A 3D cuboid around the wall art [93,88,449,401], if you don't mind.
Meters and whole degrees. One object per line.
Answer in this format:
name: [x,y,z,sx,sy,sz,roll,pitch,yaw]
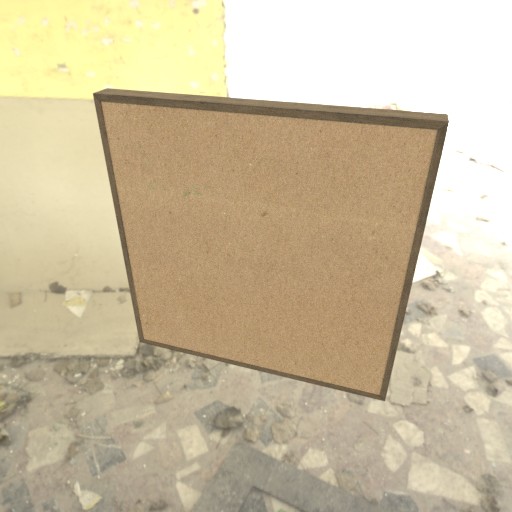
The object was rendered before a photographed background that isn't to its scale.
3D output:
wall art: [0.000,0.000,0.757,0.508,0.508,0.038,10,33,15]
